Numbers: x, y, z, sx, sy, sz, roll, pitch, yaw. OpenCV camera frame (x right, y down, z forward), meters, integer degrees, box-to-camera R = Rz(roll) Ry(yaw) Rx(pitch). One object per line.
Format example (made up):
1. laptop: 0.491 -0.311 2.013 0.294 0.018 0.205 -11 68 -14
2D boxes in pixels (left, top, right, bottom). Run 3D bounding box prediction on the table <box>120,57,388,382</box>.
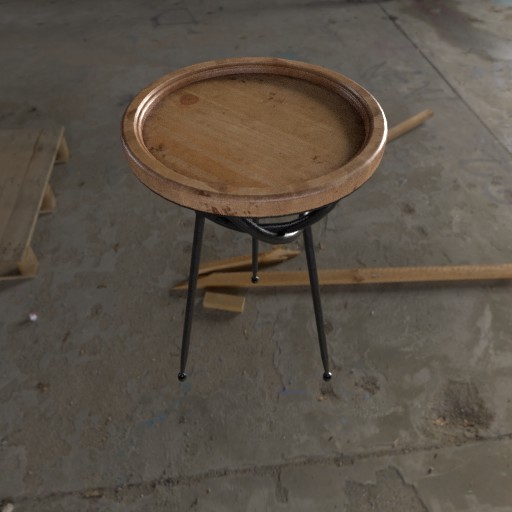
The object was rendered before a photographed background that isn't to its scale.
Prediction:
1. table: 0.000 0.000 0.934 0.414 0.664 0.418 10 48 9
